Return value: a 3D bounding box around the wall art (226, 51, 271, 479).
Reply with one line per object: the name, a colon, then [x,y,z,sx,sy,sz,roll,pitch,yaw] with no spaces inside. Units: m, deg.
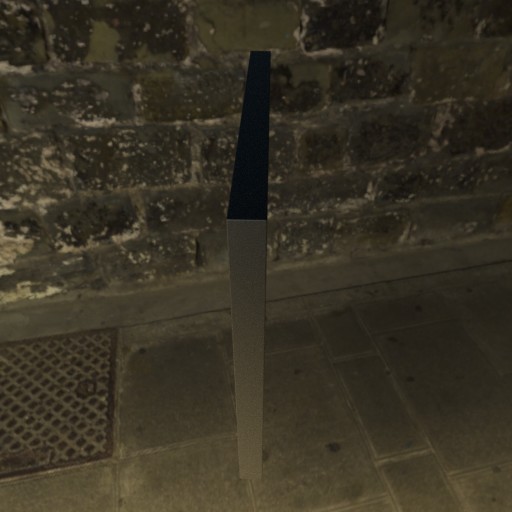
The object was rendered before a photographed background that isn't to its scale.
wall art: [0.000,0.000,0.741,0.036,0.508,0.508,1,40,1]
